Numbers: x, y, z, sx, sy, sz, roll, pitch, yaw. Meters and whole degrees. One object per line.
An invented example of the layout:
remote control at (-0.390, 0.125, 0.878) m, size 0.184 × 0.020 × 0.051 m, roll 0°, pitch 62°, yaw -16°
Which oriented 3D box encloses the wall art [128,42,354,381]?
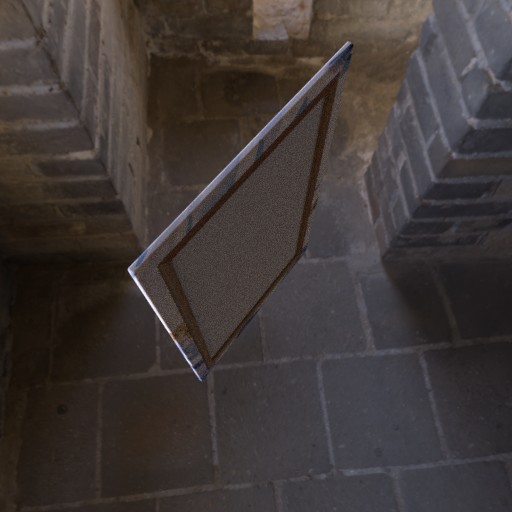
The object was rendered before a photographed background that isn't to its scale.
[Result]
wall art at (0.000, 0.000, 1.167) m, size 0.016 × 0.914 × 0.610 m, roll 35°, pitch 69°, yaw 15°
